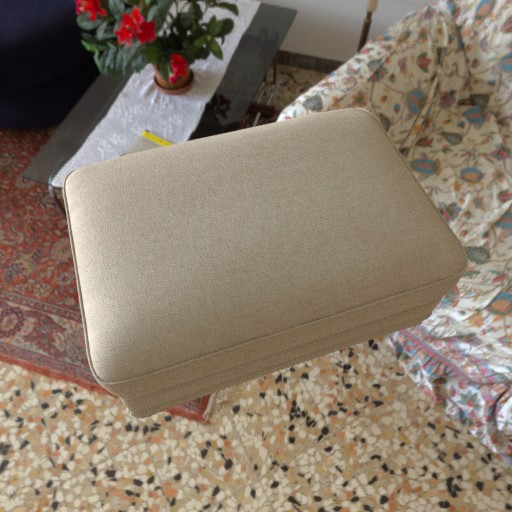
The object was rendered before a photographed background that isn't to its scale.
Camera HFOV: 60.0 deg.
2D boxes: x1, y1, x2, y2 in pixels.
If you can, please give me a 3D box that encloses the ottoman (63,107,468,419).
[{"bbox_3d":[0.000,0.000,1.136,0.813,0.458,0.559,-16,61,-9],"label":"ottoman"}]
